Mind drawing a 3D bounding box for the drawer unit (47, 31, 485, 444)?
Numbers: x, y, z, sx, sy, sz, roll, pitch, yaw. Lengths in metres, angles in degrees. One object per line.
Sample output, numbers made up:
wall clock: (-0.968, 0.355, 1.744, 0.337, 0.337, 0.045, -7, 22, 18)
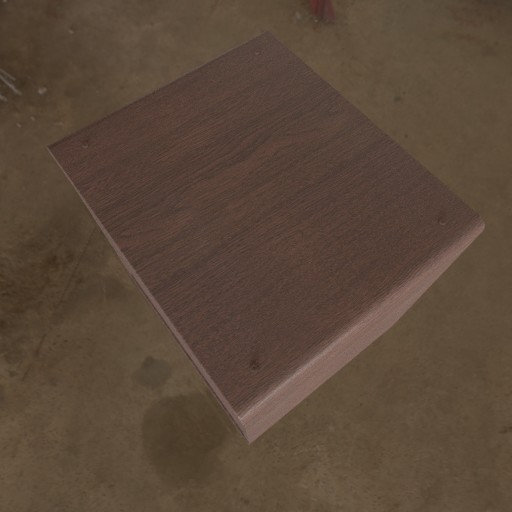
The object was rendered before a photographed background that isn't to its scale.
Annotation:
drawer unit: (0.000, 0.000, 0.591, 0.290, 0.344, 0.344, -35, 69, -15)
